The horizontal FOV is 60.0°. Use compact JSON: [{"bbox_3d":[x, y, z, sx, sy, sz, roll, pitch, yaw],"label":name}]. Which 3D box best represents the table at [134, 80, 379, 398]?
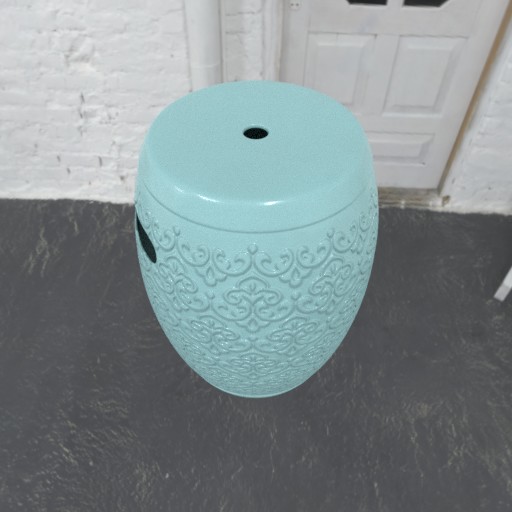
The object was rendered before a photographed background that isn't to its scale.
[{"bbox_3d":[0.000,0.000,0.614,0.309,0.397,0.309,0,48,0],"label":"table"}]
